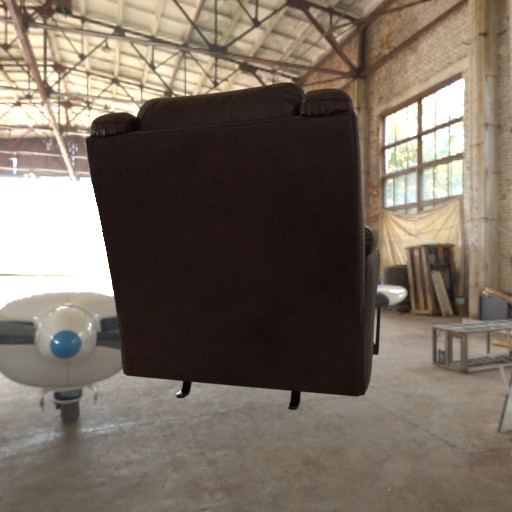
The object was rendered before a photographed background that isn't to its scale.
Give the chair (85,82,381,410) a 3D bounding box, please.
[{"bbox_3d":[0.000,0.000,1.856,0.990,1.093,1.041,0,0,17],"label":"chair"}]
